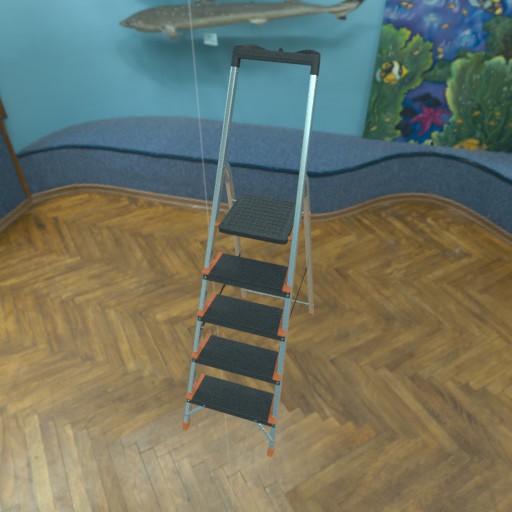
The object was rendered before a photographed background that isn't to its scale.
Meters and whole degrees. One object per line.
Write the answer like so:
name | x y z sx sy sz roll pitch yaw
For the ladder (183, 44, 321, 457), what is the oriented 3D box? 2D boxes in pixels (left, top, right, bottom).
ladder | 0.000 0.000 2.031 0.480 1.646 0.995 12 42 13
